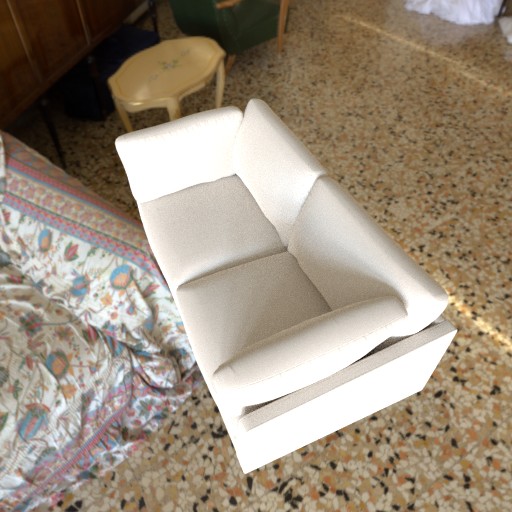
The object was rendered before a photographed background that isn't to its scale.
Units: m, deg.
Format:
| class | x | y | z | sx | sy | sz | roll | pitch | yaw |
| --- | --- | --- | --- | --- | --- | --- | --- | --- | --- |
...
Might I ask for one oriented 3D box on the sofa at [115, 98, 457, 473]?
| class | x | y | z | sx | sy | sz | roll | pitch | yaw |
| --- | --- | --- | --- | --- | --- | --- | --- | --- | --- |
| sofa | 0.000 | 0.000 | 2.286 | 0.970 | 0.836 | 1.776 | -18 | 50 | -16 |
